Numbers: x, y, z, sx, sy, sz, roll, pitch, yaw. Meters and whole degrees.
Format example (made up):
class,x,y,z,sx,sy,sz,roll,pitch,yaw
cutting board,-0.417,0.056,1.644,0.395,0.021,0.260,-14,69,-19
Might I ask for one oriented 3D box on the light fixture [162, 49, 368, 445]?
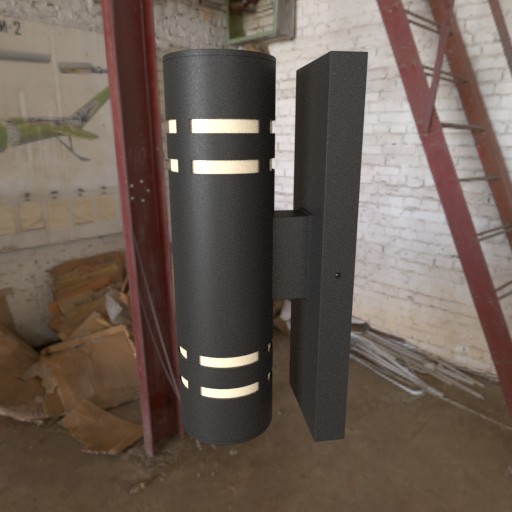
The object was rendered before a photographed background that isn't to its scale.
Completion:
class,x,y,z,sx,sy,sz,roll,pitch,yaw
light fixture,0.000,0.000,0.404,0.149,0.330,0.105,-2,16,-9
